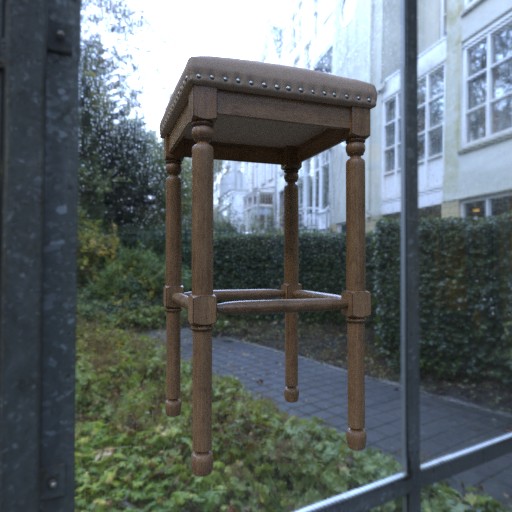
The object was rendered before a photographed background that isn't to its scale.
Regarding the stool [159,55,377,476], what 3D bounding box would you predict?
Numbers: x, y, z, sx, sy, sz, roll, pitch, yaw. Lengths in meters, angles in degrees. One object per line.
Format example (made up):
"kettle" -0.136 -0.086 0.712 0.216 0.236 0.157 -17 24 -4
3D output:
"stool" 0.000 0.000 0.988 0.382 0.768 0.383 0 -1 -20
